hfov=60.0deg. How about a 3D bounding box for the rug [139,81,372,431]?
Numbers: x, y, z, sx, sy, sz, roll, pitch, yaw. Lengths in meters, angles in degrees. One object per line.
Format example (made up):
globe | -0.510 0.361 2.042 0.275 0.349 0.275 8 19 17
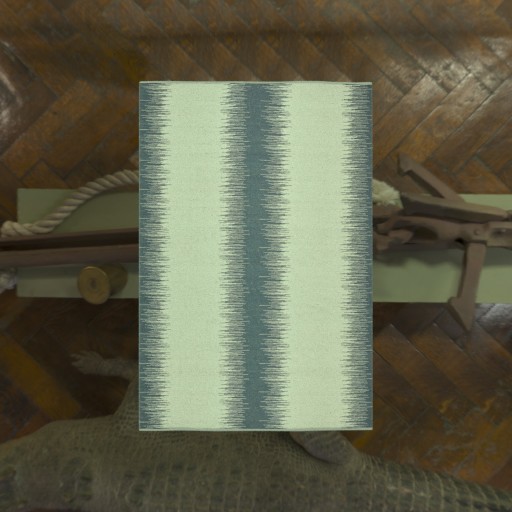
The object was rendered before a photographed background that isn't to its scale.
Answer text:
rug | 0.000 0.000 2.345 1.234 0.006 1.854 0 90 -1
